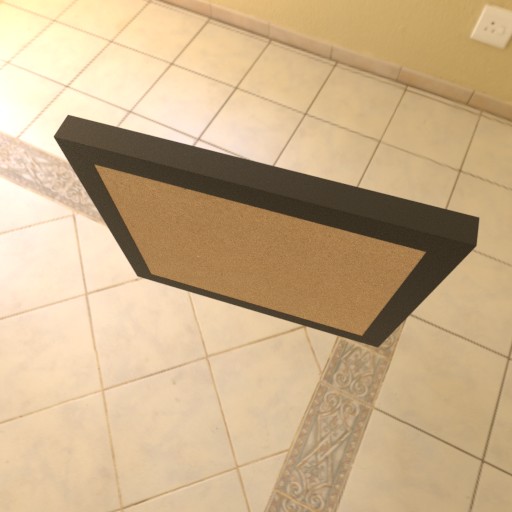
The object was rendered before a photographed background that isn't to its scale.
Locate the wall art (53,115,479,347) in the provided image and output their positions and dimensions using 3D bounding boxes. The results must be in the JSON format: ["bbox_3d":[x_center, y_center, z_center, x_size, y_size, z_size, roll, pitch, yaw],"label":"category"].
[{"bbox_3d":[0.000,0.000,0.531,0.381,0.321,0.028,16,65,8],"label":"wall art"}]
